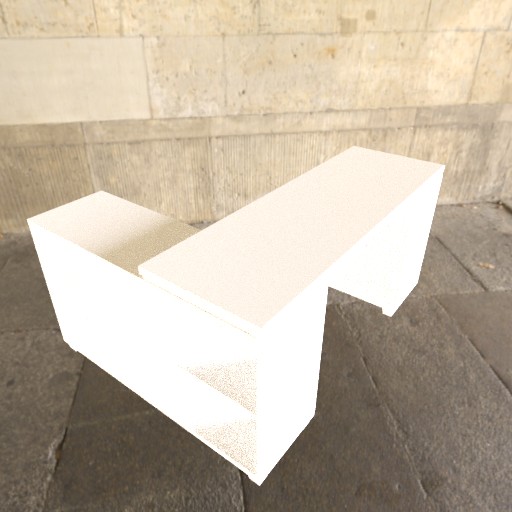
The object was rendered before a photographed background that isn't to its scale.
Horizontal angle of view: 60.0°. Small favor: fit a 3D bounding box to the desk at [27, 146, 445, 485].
[{"bbox_3d":[0.000,0.000,2.197,1.199,0.759,1.524,22,38,31],"label":"desk"}]
